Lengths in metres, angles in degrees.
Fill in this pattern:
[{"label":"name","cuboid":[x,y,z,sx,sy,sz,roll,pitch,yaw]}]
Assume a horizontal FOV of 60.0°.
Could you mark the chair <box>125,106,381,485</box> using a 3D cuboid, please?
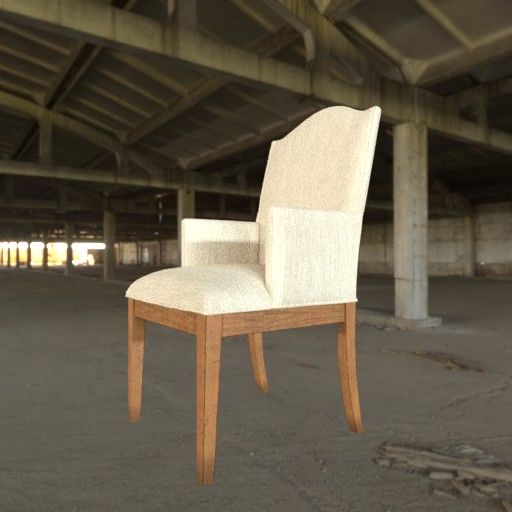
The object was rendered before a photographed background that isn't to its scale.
[{"label":"chair","cuboid":[0.000,0.000,1.360,0.641,1.016,0.533,0,0,-35]}]
